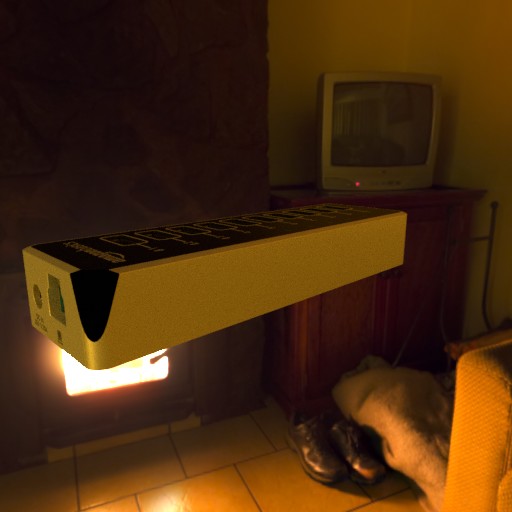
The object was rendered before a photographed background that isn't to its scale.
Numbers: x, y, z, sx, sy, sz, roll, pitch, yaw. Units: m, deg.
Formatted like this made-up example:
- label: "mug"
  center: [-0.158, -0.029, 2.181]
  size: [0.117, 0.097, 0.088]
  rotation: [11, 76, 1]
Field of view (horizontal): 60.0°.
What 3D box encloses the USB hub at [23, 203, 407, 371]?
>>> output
- label: "USB hub"
  center: [0.000, 0.000, 0.161]
  size: [0.145, 0.023, 0.044]
  rotation: [-13, 19, -43]
